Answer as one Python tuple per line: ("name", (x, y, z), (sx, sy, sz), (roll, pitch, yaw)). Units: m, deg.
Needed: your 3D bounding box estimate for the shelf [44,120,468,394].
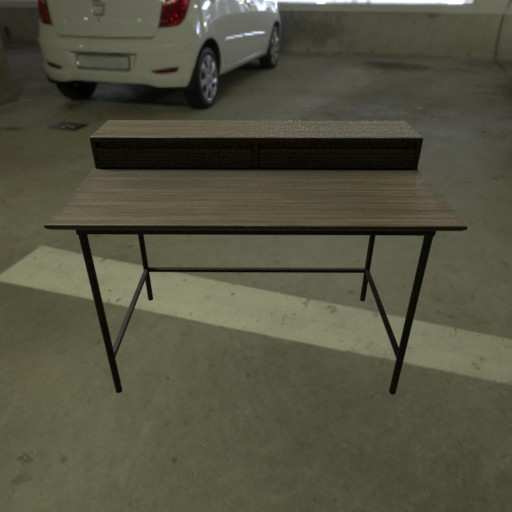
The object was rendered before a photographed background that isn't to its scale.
("shelf", (0.000, 0.000, 1.721), (1.212, 0.865, 0.685), (0, 32, 0))
